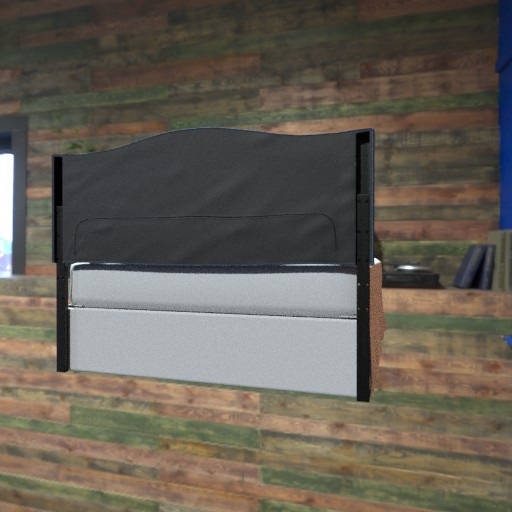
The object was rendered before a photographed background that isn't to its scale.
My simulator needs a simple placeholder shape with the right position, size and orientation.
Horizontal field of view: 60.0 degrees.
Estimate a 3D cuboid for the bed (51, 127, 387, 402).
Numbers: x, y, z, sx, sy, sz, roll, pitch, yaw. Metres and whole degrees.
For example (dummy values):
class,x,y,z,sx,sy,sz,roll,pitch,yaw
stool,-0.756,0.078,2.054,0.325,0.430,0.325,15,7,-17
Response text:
class,x,y,z,sx,sy,sz,roll,pitch,yaw
bed,0.000,0.000,2.886,1.610,1.169,1.872,0,0,18
